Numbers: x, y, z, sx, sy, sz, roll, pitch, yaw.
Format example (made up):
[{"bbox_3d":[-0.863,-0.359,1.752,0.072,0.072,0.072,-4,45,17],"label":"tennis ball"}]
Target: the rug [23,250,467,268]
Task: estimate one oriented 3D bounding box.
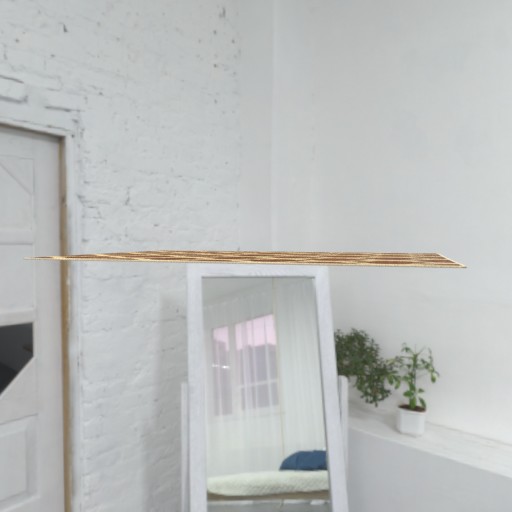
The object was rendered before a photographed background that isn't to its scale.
[{"bbox_3d":[0.000,0.000,2.852,2.284,0.008,1.522,1,3,18],"label":"rug"}]
